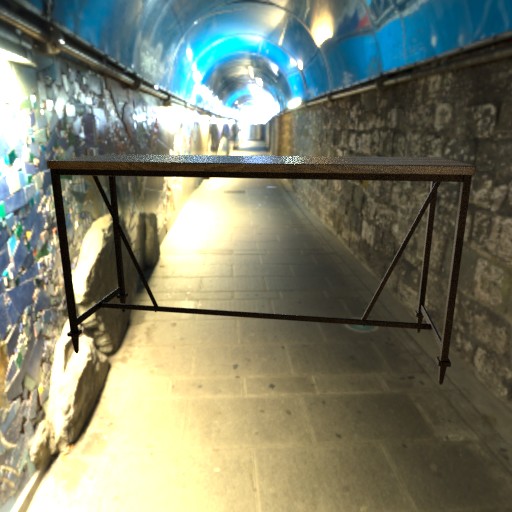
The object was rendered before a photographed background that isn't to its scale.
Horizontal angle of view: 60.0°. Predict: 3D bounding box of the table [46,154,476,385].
[{"bbox_3d":[0.000,0.000,2.105,1.700,0.902,0.551,3,16,9],"label":"table"}]
